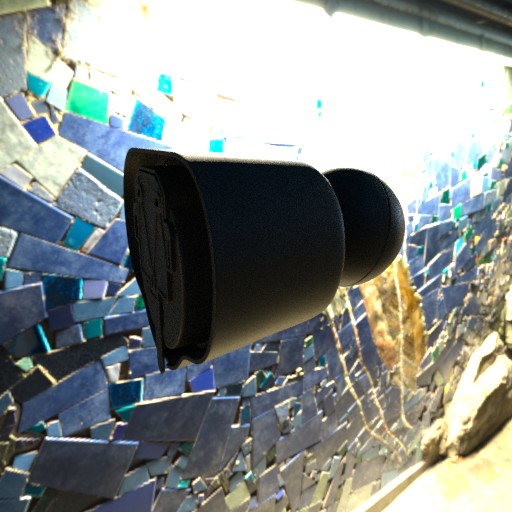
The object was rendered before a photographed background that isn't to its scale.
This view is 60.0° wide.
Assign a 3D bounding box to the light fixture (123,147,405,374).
[{"bbox_3d":[0.000,0.000,0.337,0.159,0.159,0.229,-7,17,-25],"label":"light fixture"}]
